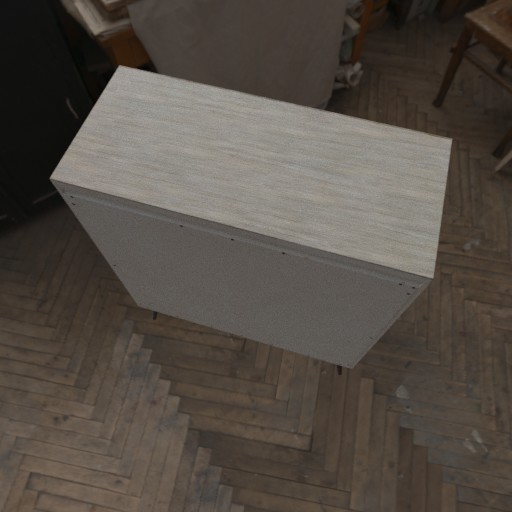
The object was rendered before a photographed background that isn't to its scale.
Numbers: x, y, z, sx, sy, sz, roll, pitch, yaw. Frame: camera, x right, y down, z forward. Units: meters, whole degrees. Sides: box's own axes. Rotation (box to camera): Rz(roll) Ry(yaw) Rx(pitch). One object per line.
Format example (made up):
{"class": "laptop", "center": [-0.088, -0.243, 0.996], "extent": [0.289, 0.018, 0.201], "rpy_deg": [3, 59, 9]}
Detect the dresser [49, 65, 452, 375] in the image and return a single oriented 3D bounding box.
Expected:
{"class": "dresser", "center": [0.000, 0.000, 1.757], "extent": [1.016, 1.219, 0.457], "rpy_deg": [15, 65, 7]}
